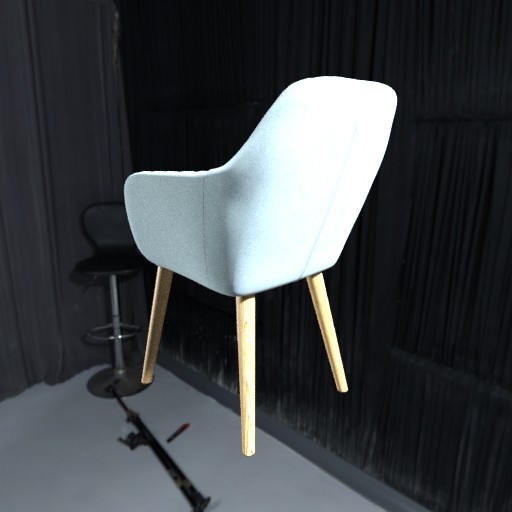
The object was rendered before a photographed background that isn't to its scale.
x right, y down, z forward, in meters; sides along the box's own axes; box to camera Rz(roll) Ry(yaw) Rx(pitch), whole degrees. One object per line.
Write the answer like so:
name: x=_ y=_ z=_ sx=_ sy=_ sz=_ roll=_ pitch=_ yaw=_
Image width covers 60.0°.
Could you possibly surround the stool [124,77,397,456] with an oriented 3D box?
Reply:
stool: x=0.000 y=0.000 z=1.175 sx=0.503 sy=0.830 sz=0.590 roll=-15 pitch=21 yaw=-42
